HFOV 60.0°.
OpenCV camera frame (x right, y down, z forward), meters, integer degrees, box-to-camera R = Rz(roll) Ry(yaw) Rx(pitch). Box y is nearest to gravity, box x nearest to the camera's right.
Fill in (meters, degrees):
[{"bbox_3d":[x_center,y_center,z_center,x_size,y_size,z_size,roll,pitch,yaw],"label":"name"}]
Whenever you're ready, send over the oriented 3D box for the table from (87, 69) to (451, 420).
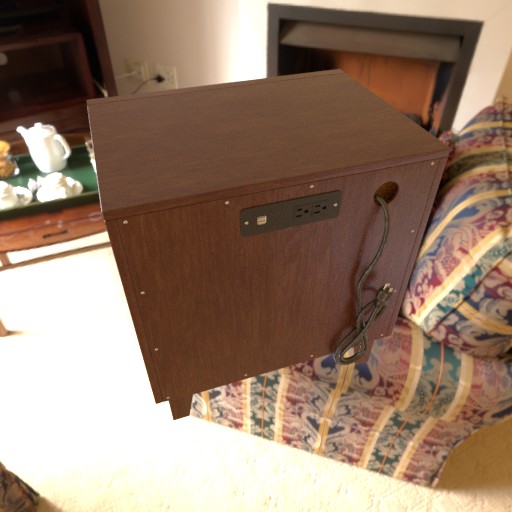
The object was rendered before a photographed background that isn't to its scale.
[{"bbox_3d":[0.000,0.000,0.988,0.557,0.609,0.449,-13,43,-14],"label":"table"}]
